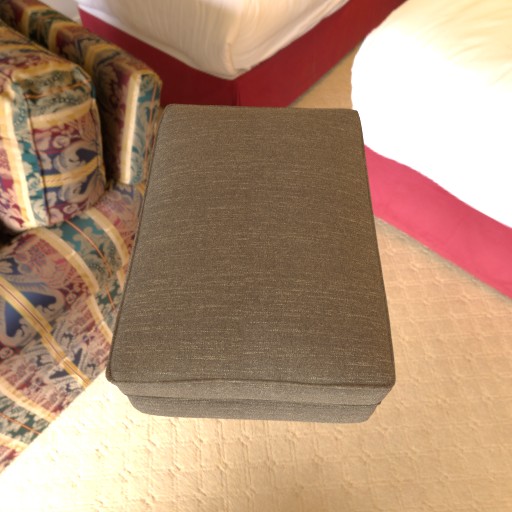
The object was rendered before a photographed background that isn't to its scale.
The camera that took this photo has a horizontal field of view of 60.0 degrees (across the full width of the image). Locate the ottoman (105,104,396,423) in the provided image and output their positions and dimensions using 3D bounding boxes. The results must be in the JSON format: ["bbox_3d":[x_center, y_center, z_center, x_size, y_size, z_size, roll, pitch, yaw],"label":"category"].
[{"bbox_3d":[0.000,0.000,0.997,0.508,0.406,0.686,2,57,1],"label":"ottoman"}]
